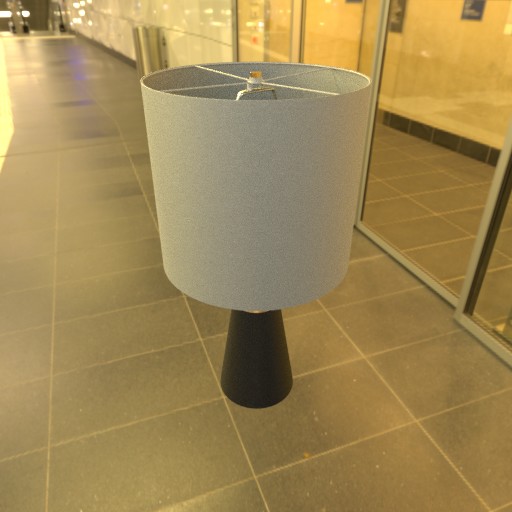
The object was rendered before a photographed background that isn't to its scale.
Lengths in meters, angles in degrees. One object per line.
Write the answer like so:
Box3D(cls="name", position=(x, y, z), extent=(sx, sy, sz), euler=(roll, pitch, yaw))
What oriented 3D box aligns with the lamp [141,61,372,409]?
Box3D(cls="lamp", position=(0.000, 0.000, 0.750), extent=(0.308, 0.580, 0.308), euler=(-23, 38, -33))
